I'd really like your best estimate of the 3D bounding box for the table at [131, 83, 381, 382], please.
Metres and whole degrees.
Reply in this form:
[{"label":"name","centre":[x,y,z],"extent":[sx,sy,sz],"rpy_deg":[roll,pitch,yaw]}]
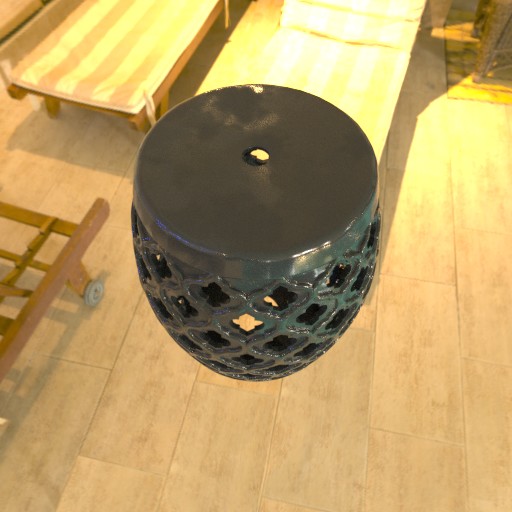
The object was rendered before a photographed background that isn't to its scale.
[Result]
[{"label":"table","centre":[0.000,0.000,0.634],"extent":[0.325,0.388,0.325],"rpy_deg":[0,57,0]}]
